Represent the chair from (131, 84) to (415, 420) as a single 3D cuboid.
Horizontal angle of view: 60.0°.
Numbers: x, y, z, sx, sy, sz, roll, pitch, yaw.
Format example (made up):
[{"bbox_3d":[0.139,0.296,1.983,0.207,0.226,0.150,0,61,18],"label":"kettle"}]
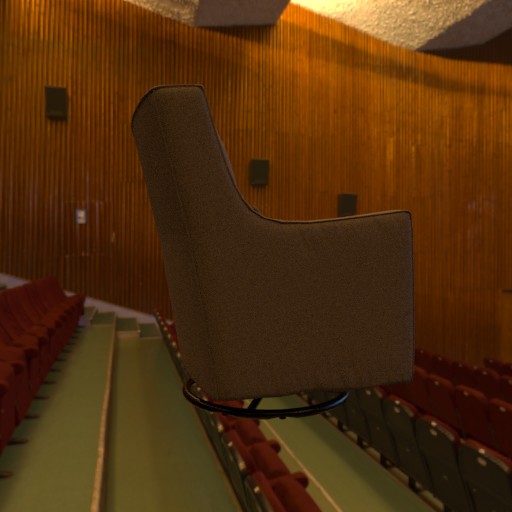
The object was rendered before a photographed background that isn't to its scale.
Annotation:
[{"bbox_3d":[0.000,0.000,1.628,0.879,0.993,0.732,0,0,-17],"label":"chair"}]
